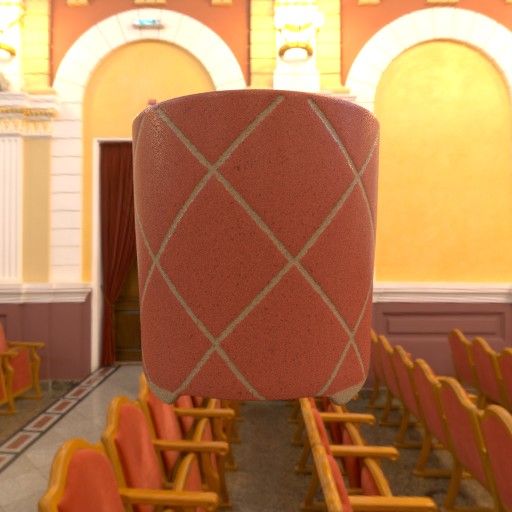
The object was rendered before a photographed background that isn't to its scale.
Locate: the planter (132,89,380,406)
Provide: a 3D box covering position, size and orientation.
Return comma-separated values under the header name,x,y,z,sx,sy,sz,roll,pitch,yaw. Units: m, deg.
name,x,y,z,sx,sy,sz,roll,pitch,yaw
planter,0.000,0.000,0.422,0.227,0.235,0.227,0,0,0
